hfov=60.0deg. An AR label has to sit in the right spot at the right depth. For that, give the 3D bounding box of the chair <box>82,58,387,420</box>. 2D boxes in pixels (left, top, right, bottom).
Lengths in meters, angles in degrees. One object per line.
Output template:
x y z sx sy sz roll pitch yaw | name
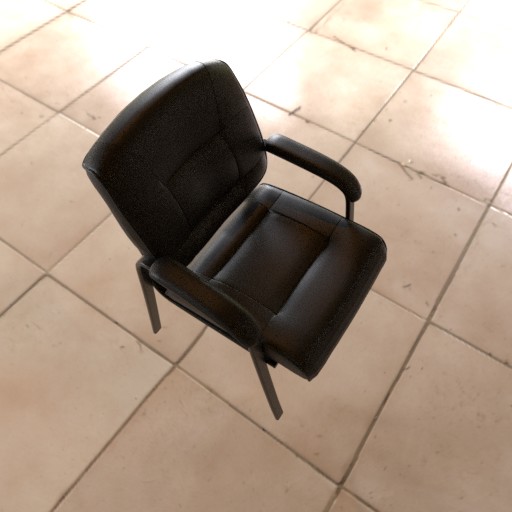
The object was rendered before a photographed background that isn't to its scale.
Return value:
0.000 0.000 1.323 0.668 0.910 0.591 30 63 17 | chair
